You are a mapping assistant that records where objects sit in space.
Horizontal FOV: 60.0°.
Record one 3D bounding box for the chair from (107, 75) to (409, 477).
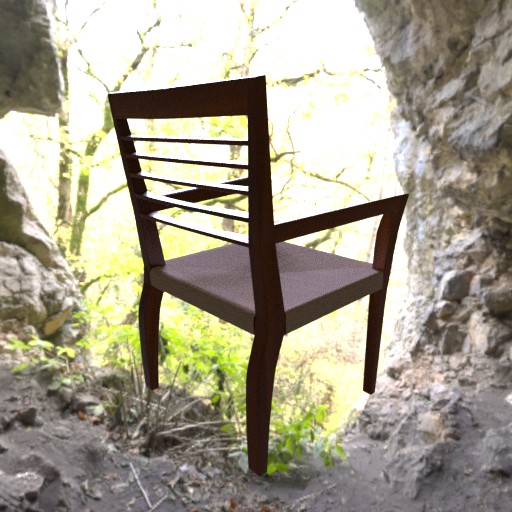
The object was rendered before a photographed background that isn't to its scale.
[{"bbox_3d":[0.000,0.000,1.223,0.540,0.855,0.587,-15,22,-41],"label":"chair"}]
